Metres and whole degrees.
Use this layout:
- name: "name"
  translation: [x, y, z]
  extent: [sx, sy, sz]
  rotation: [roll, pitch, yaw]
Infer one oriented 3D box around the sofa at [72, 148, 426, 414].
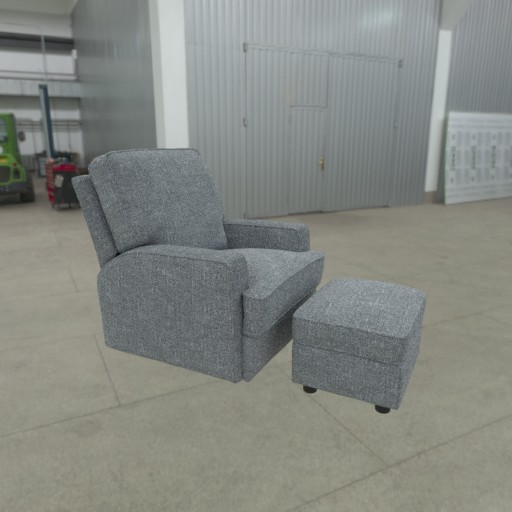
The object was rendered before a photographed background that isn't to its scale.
- name: "sofa"
  translation: [0.000, 0.000, 2.055]
  extent: [1.472, 0.959, 0.861]
  rotation: [8, 17, 26]
